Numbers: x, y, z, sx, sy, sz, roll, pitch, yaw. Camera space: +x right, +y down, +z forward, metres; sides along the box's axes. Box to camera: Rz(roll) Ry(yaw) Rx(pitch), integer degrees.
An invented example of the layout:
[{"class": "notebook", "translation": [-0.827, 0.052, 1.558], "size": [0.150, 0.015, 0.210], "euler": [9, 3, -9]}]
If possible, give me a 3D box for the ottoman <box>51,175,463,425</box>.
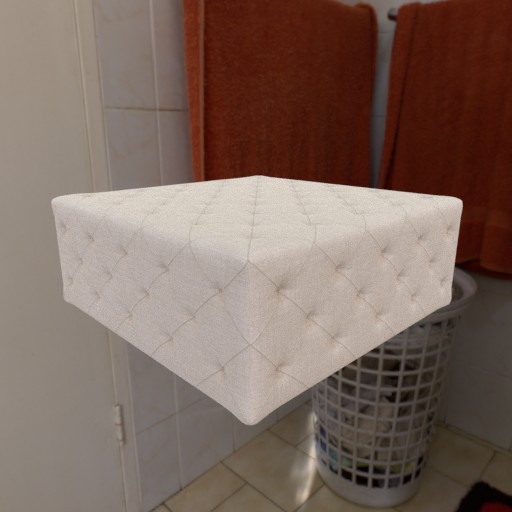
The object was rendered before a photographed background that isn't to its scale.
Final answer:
[{"class": "ottoman", "translation": [0.000, 0.000, 1.593], "size": [1.028, 0.439, 1.028], "euler": [-15, 22, -42]}]
